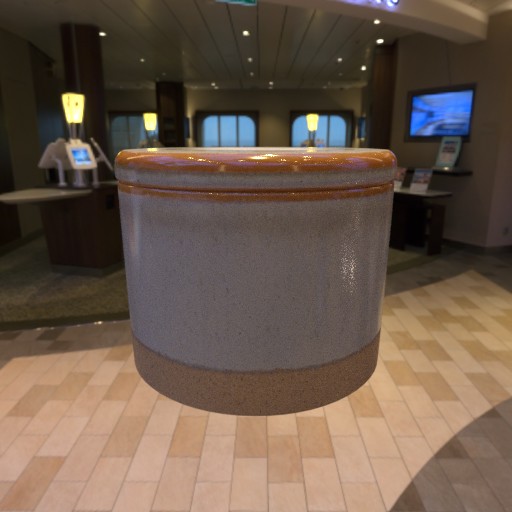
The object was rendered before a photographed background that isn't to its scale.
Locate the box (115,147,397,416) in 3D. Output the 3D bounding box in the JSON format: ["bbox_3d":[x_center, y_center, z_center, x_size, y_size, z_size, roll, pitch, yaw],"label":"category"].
[{"bbox_3d":[0.000,0.000,0.212,0.123,0.100,0.123,0,15,0],"label":"box"}]
